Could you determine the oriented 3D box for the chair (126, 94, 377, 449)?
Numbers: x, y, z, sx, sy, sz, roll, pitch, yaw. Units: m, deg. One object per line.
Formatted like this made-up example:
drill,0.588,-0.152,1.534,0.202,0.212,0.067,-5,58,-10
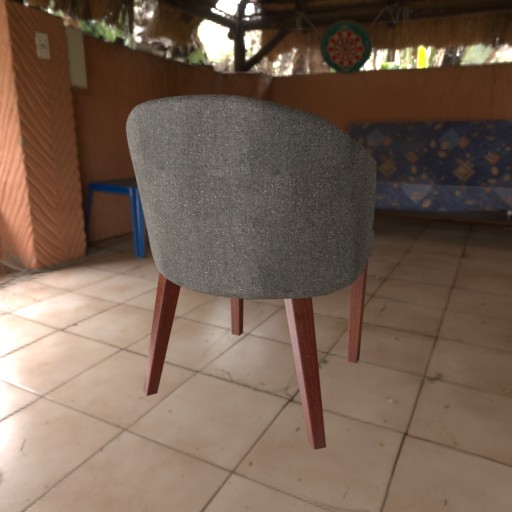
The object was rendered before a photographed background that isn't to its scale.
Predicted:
chair,0.000,0.000,1.246,0.583,0.811,0.655,8,17,26
